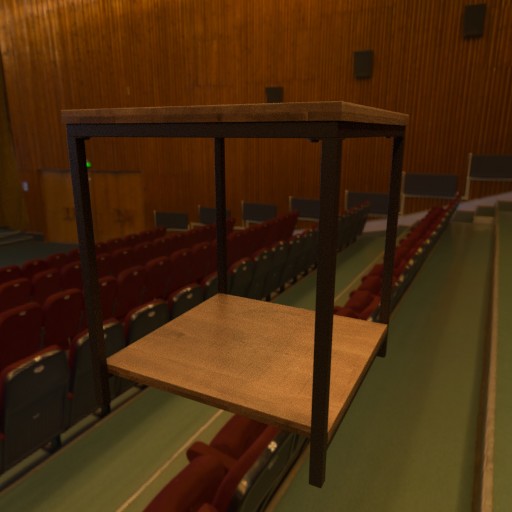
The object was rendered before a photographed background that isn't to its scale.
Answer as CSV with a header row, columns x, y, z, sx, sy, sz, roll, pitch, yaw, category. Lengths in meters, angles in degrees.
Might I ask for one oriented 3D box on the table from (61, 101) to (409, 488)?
x,y,z,sx,sy,sz,roll,pitch,yaw,category
0.000,0.000,0.957,0.503,0.589,0.507,8,17,26,table
